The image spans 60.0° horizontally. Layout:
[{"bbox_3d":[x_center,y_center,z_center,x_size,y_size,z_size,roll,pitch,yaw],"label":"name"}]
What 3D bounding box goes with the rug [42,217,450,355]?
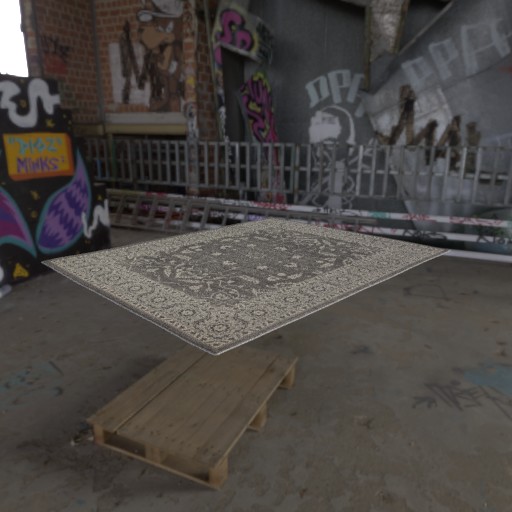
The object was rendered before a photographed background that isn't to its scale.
[{"bbox_3d":[0.000,0.000,4.216,3.069,0.026,2.451,-15,22,-43],"label":"rug"}]
